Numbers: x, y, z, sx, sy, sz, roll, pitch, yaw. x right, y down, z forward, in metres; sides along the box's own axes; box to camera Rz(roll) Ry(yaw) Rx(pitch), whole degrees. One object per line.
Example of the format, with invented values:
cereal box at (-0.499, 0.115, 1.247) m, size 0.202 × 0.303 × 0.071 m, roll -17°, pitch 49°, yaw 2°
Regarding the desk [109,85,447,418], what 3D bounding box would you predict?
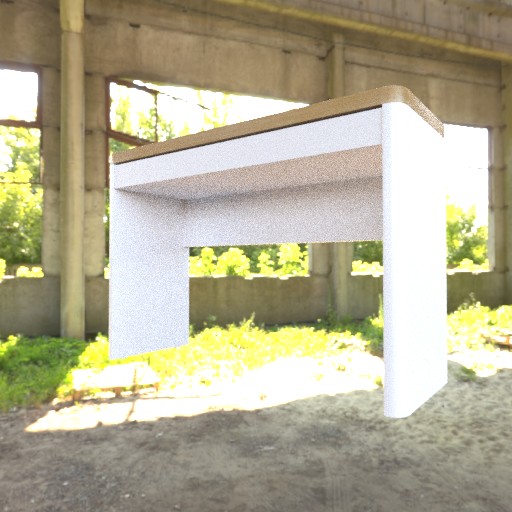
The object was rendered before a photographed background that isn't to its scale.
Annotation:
desk at (0.000, 0.000, 1.470) m, size 1.100 × 0.760 × 0.390 m, roll -1°, pitch -1°, yaw 36°
